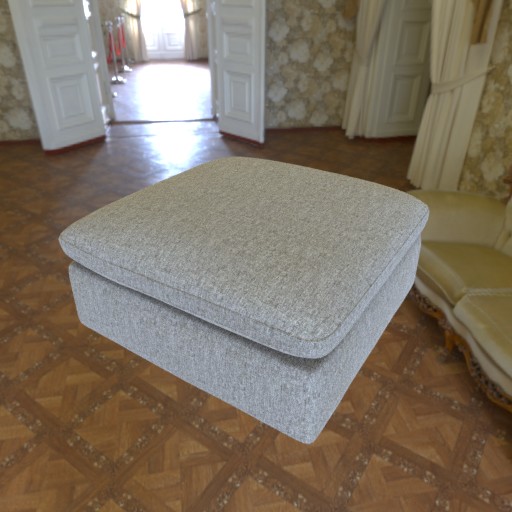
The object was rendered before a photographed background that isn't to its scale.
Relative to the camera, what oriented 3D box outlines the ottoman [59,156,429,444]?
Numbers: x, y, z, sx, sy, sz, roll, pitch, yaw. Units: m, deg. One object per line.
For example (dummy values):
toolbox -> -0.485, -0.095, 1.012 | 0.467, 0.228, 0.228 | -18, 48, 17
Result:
ottoman -> 0.000, 0.000, 1.717 | 1.039, 0.526, 1.035 | 18, 35, 28
